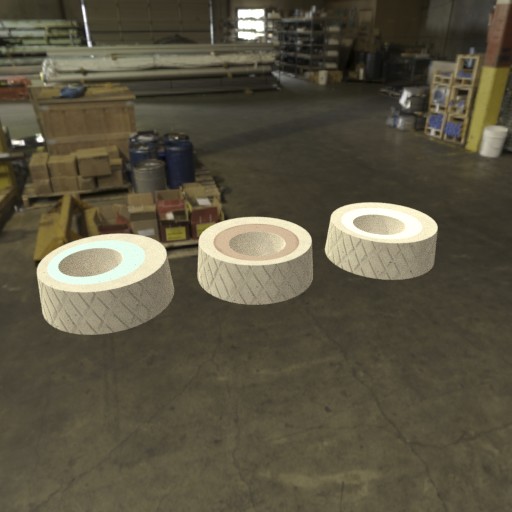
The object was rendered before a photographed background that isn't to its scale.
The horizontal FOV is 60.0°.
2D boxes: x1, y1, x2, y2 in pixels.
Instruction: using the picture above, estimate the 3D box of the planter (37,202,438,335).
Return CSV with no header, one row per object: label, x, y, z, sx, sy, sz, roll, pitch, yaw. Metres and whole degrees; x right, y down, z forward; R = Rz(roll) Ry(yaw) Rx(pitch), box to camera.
planter,0.000,0.000,0.430,0.390,0.038,0.114,-9,29,-16
